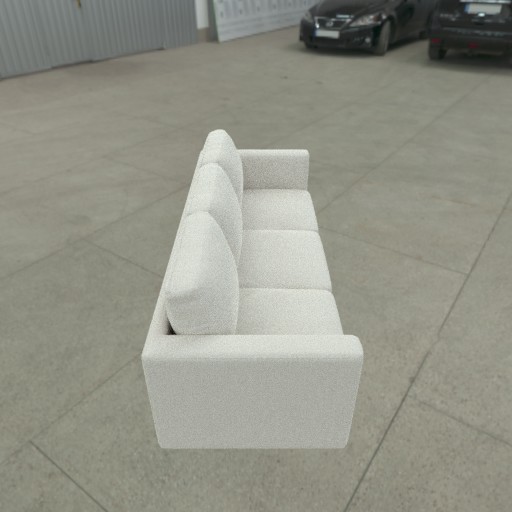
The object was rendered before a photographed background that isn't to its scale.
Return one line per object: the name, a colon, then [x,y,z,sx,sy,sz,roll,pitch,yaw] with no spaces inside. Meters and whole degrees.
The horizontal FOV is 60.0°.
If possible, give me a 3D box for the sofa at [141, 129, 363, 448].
sofa: [0.000,0.000,2.497,0.802,0.912,2.029,0,34,0]
